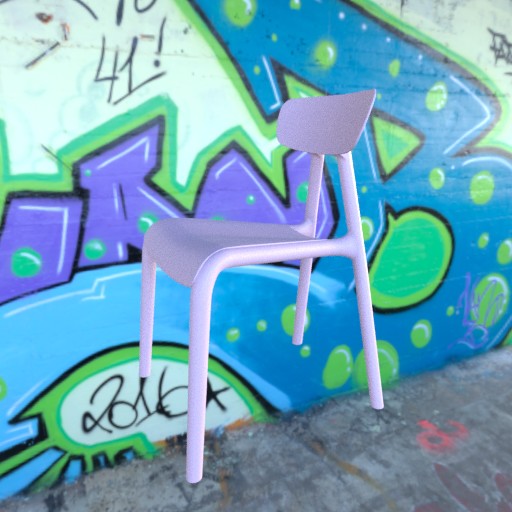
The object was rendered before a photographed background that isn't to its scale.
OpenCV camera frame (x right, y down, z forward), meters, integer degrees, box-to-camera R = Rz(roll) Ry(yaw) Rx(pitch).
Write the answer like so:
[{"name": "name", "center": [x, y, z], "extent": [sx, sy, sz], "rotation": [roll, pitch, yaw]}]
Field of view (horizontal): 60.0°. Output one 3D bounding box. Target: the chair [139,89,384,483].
[{"name": "chair", "center": [0.000, 0.000, 0.826], "extent": [0.401, 0.580, 0.356], "rotation": [-8, 17, -25]}]
